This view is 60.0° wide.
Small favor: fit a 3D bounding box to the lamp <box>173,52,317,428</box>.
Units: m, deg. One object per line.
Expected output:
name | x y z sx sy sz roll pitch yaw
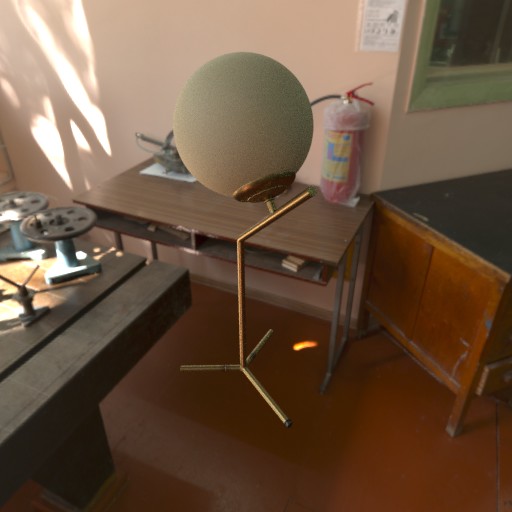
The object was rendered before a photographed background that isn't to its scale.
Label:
lamp | 0.000 0.000 0.664 0.210 0.552 0.251 -17 35 -26
